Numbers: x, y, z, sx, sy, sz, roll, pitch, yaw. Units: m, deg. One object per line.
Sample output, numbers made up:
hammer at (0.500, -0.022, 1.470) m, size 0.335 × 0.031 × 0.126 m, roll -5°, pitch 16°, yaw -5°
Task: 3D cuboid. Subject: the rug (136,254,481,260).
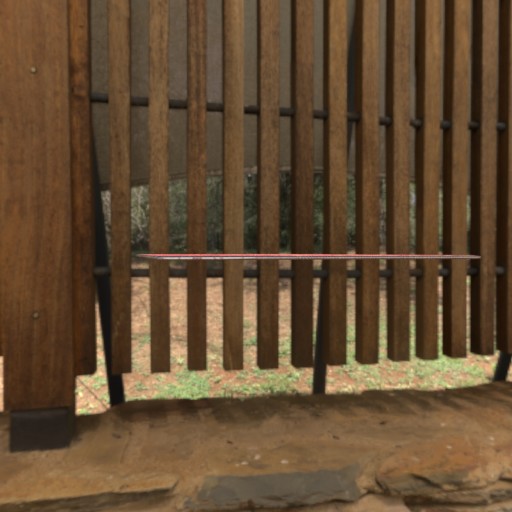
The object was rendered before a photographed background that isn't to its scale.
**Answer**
rug at (0.000, 0.000, 3.089) m, size 1.539 × 0.018 × 2.449 m, roll 0°, pitch 0°, yaw -17°
